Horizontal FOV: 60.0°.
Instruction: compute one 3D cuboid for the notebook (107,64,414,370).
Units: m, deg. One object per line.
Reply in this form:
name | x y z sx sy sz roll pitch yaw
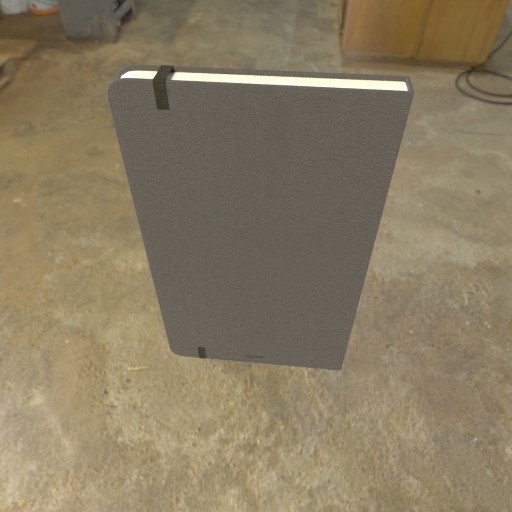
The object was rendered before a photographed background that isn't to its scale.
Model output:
notebook | 0.000 0.000 0.260 0.127 0.213 0.016 4 46 4
